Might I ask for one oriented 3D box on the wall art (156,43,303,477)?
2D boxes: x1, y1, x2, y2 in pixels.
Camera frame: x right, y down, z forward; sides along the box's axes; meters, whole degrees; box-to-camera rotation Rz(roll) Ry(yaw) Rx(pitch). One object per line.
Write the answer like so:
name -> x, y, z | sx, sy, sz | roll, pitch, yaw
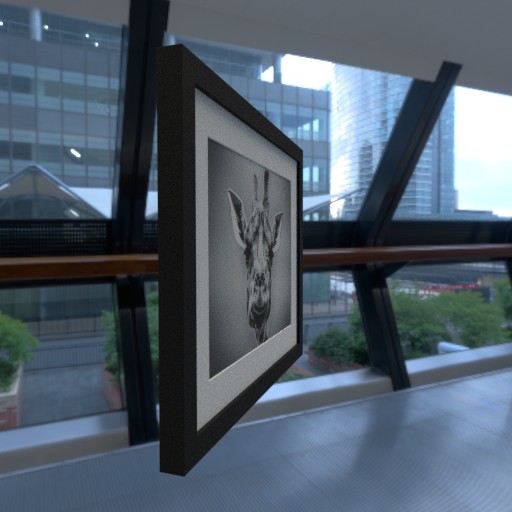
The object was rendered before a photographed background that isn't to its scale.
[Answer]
wall art -> 0.000, 0.000, 0.736 | 0.031, 0.457, 0.558 | 1, 2, 19
